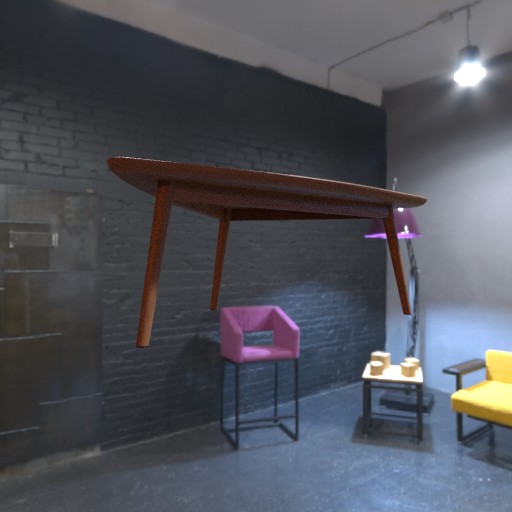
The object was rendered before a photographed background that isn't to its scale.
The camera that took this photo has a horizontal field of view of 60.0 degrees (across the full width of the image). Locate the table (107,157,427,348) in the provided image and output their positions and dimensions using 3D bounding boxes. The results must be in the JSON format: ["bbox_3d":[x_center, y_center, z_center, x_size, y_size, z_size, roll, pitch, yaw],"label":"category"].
[{"bbox_3d":[0.000,0.000,1.307,1.008,0.365,0.601,0,0,-36],"label":"table"}]
